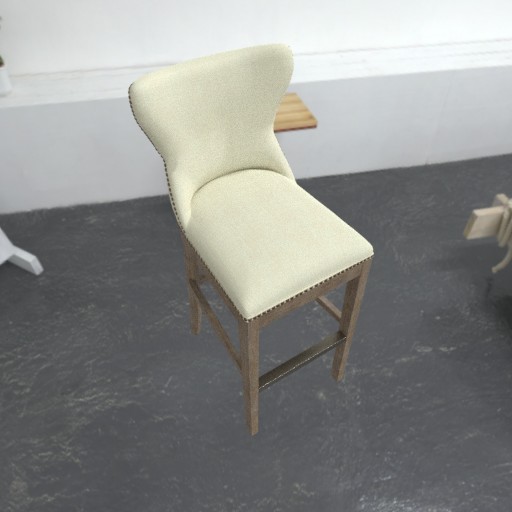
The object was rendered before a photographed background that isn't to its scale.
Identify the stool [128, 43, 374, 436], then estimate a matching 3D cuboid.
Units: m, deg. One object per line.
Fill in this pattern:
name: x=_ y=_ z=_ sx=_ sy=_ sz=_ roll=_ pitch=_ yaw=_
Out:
stool: x=0.000 y=0.000 z=1.452 sx=0.494 sy=1.123 sz=0.606 roll=-25 pitch=51 yaw=-22
